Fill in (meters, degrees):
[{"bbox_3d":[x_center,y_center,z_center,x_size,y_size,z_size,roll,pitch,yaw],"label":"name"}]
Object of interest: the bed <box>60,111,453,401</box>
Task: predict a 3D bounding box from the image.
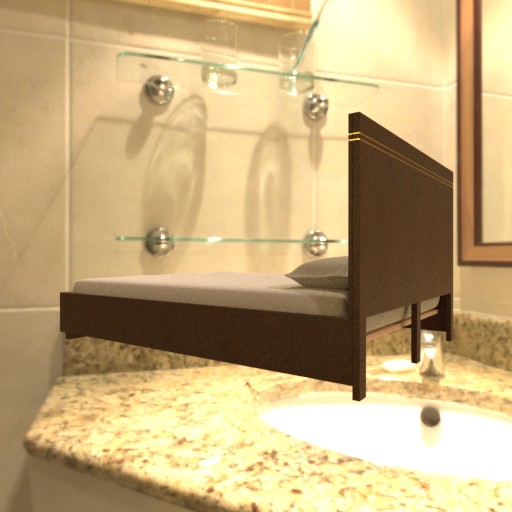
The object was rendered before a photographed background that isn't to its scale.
[{"bbox_3d":[0.000,0.000,3.091,2.221,1.169,1.613,0,0,36],"label":"bed"}]
